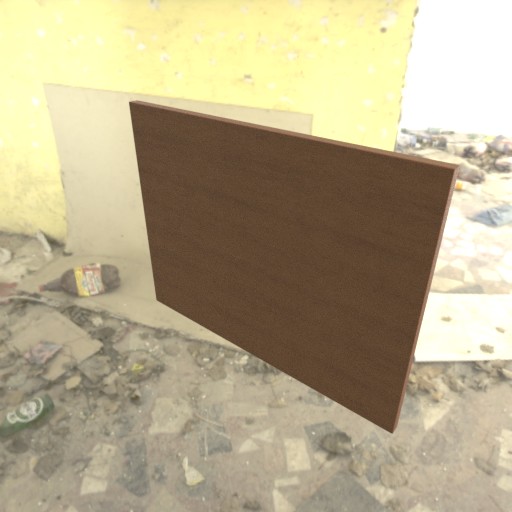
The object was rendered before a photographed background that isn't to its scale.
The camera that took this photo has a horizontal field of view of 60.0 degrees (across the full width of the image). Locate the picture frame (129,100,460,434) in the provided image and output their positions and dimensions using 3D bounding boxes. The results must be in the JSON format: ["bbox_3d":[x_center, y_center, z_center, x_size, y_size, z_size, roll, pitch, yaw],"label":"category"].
[{"bbox_3d":[0.000,0.000,1.754,1.329,1.018,0.045,22,37,33],"label":"picture frame"}]
